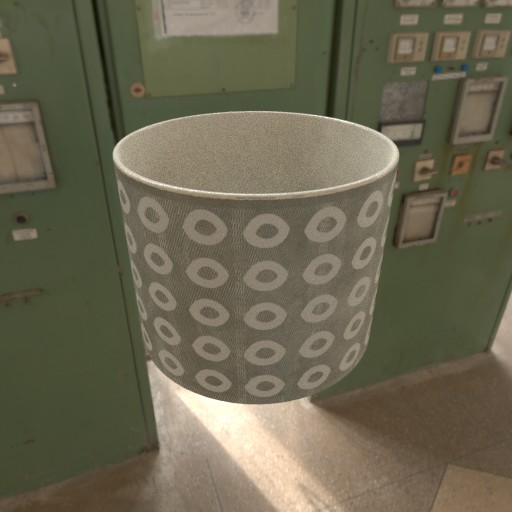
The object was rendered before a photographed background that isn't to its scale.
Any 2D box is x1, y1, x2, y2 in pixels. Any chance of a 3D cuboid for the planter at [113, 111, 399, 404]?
[{"bbox_3d":[0.000,0.000,0.350,0.190,0.181,0.190,0,30,0],"label":"planter"}]
